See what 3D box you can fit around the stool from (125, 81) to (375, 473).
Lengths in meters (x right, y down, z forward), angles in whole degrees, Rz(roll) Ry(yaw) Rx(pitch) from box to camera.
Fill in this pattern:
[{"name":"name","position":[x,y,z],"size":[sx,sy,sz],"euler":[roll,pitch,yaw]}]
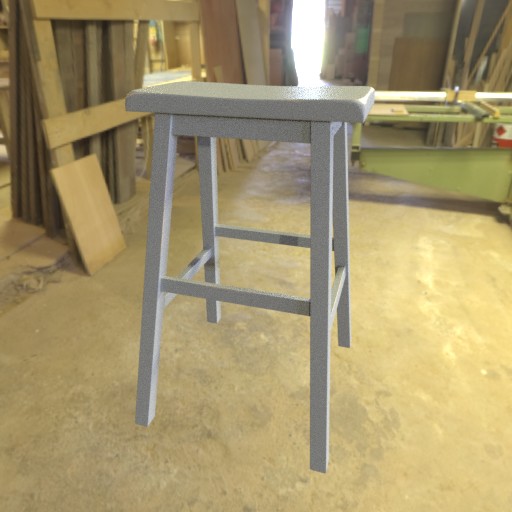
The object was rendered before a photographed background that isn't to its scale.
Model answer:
[{"name":"stool","position":[0.000,0.000,1.038],"size":[0.457,0.737,0.476],"euler":[8,27,15]}]
